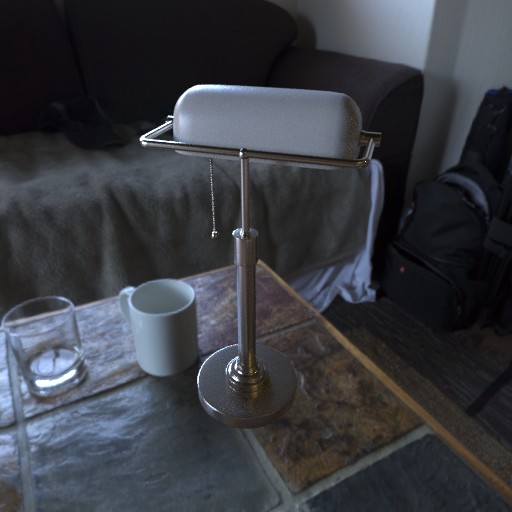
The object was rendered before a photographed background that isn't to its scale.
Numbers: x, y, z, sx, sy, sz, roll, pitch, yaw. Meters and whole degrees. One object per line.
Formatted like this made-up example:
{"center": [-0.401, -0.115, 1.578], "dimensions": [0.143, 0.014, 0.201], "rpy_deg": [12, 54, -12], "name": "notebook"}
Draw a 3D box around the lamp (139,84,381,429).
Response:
{"center": [0.000, 0.000, 0.581], "dimensions": [0.269, 0.404, 0.227], "rpy_deg": [9, 32, 15], "name": "lamp"}
